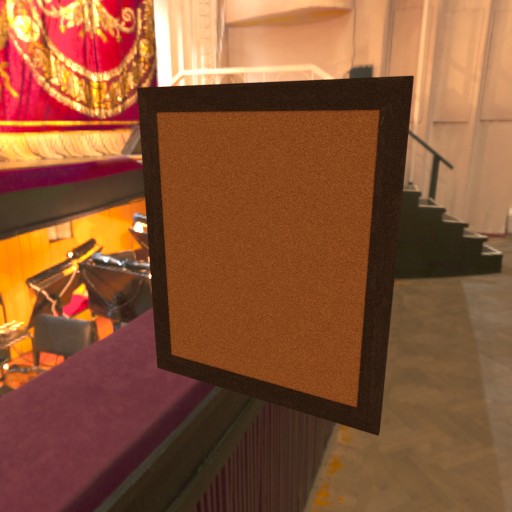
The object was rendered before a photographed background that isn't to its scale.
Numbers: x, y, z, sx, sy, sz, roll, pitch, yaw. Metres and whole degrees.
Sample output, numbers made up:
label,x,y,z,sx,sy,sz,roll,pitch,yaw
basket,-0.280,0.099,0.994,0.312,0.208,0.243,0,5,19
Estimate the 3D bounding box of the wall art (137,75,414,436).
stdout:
label,x,y,z,sx,sy,sz,roll,pitch,yaw
wall art,0.000,0.000,0.781,0.476,0.570,0.013,9,19,26
